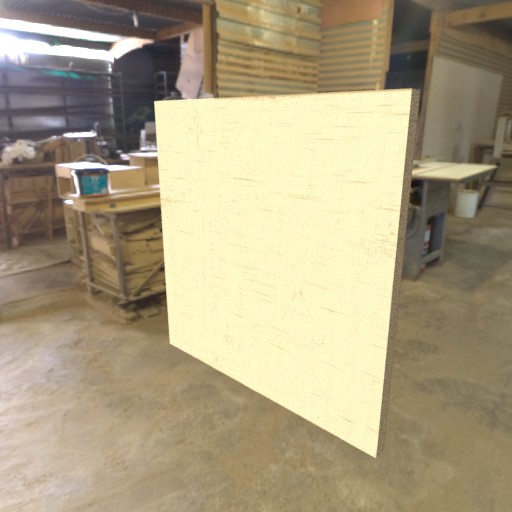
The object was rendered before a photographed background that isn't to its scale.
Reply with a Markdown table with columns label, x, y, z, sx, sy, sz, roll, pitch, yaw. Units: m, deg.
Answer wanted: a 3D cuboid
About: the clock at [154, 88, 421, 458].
| label | x | y | z | sx | sy | sz | roll | pitch | yaw |
| --- | --- | --- | --- | --- | --- | --- | --- | --- | --- |
| clock | 0.000 | 0.000 | 1.041 | 0.705 | 0.705 | 0.032 | 16 | 23 | 41 |
